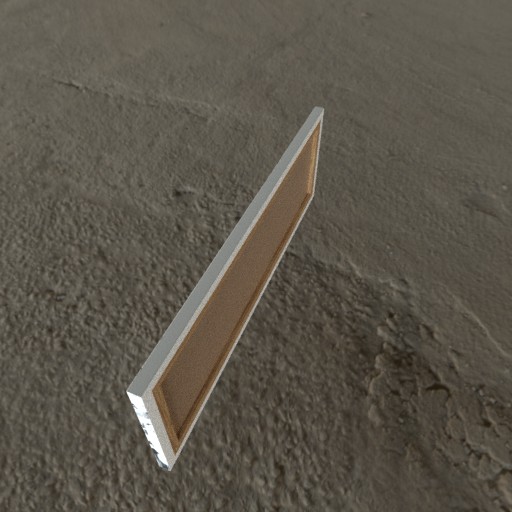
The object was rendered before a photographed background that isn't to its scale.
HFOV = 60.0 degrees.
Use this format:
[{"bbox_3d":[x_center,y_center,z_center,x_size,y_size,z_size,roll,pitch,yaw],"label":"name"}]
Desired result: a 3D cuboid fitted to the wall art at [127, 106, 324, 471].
[{"bbox_3d":[0.000,0.000,1.725,0.044,0.507,1.520,17,48,15],"label":"wall art"}]
